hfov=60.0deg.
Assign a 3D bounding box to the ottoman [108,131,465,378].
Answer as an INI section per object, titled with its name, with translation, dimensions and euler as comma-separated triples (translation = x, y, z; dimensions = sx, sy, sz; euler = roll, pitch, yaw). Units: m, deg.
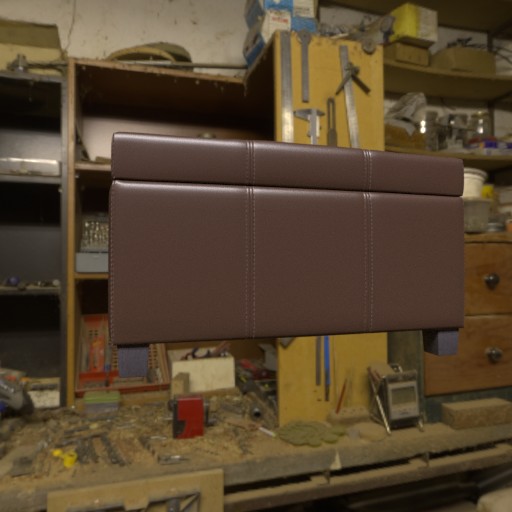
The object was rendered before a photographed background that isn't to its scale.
[ottoman]
translation = 0.000, 0.000, 1.274
dimensions = 0.787, 0.460, 0.788
euler = 0, -1, -16
